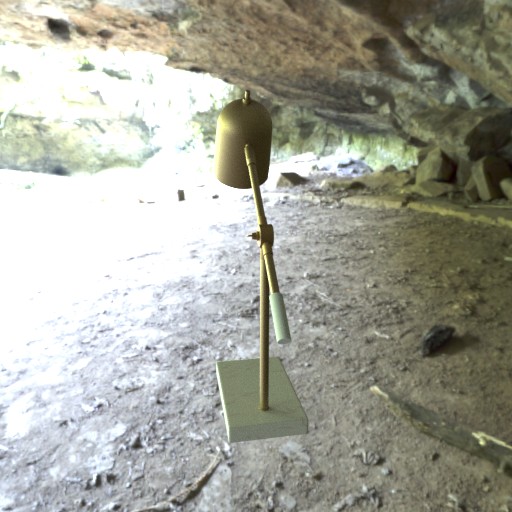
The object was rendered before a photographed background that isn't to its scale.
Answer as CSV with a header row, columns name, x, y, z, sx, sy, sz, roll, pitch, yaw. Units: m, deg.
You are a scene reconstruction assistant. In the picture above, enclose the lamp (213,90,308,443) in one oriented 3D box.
name,x,y,z,sx,sy,sz,roll,pitch,yaw
lamp,0.000,0.000,0.835,0.144,0.603,0.471,-3,16,-10
